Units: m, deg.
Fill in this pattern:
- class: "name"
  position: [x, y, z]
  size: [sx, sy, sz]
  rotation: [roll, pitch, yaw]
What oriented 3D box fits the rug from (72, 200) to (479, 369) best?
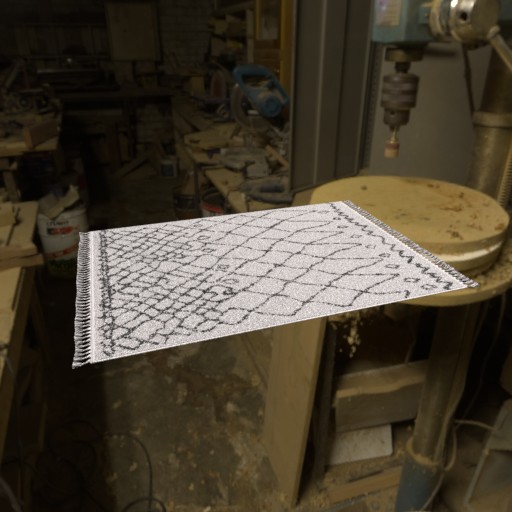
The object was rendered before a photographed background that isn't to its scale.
- class: "rug"
  position: [0.000, 0.000, 3.036]
  size: [2.312, 0.017, 1.613]
  rotation: [-9, 28, -17]
